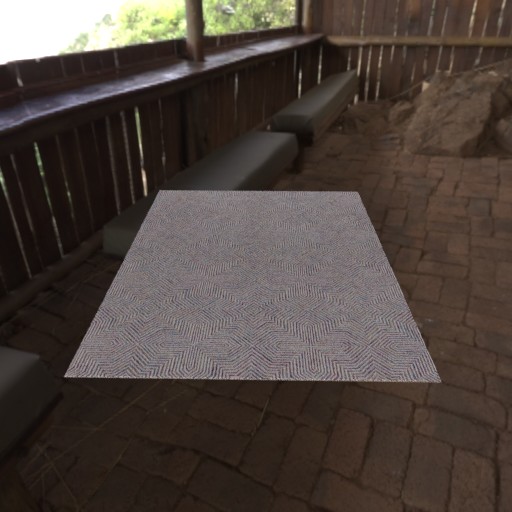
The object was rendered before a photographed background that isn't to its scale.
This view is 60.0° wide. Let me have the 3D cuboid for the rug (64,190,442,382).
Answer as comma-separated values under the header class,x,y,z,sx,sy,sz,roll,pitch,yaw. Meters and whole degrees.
class,x,y,z,sx,sy,sz,roll,pitch,yaw
rug,0.000,0.000,4.160,2.442,0.008,3.046,1,32,1
